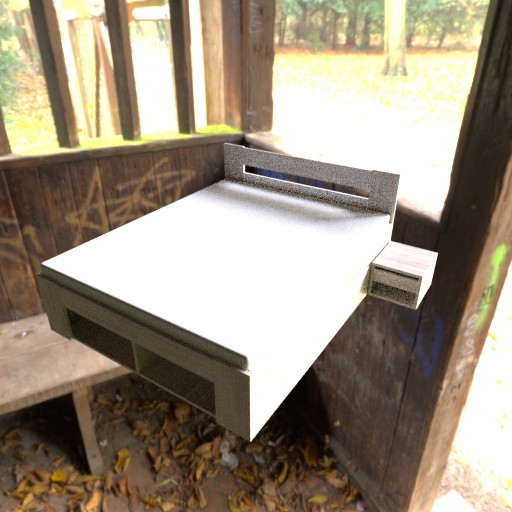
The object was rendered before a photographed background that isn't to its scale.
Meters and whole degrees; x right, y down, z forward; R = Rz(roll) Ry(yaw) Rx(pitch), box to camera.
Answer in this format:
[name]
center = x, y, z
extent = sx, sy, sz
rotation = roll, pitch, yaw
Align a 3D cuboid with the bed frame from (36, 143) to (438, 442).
[bed frame]
center = 0.000, 0.000, 3.118
extent = 2.040, 0.860, 2.050
rotation = 18, 33, 29
